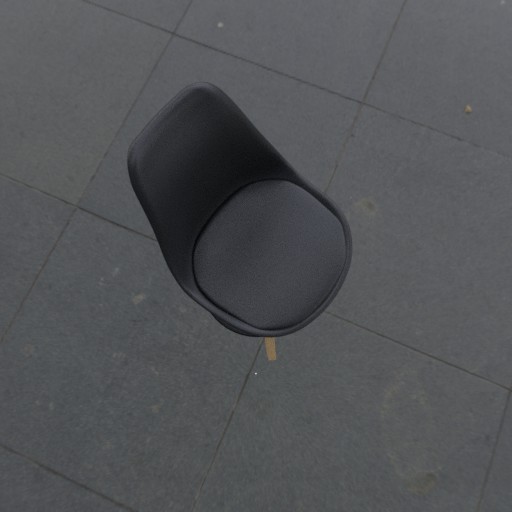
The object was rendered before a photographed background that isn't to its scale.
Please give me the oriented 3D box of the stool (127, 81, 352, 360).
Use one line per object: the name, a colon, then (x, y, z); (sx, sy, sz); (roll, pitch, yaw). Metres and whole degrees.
stool: (0.000, 0.000, 1.437); (0.550, 1.115, 0.485); (37, 78, 9)
